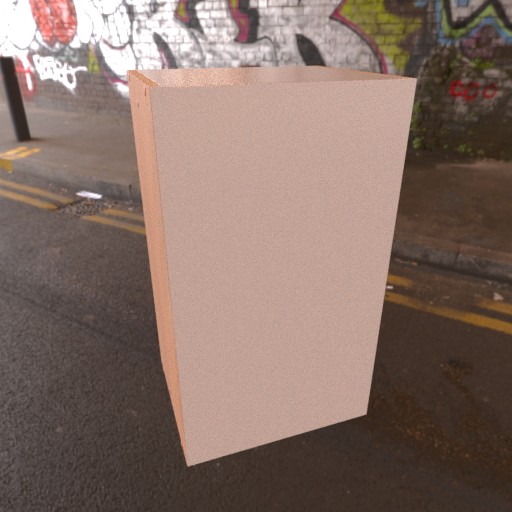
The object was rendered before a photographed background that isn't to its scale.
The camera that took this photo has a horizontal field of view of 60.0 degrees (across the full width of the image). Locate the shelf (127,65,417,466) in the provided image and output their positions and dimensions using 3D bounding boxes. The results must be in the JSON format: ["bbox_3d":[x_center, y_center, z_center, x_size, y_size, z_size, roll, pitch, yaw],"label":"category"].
[{"bbox_3d":[0.000,0.000,0.787,0.350,0.600,0.290,-9,28,-17],"label":"shelf"}]
